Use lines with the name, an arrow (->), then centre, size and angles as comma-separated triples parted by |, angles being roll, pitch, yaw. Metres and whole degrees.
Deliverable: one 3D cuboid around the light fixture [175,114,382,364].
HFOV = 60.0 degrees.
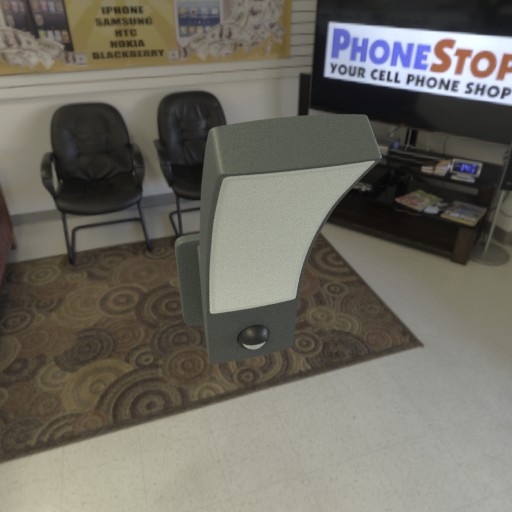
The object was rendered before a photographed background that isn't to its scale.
light fixture -> 0.000, 0.000, 0.333 | 0.108, 0.243, 0.174 | -9, 34, -13
